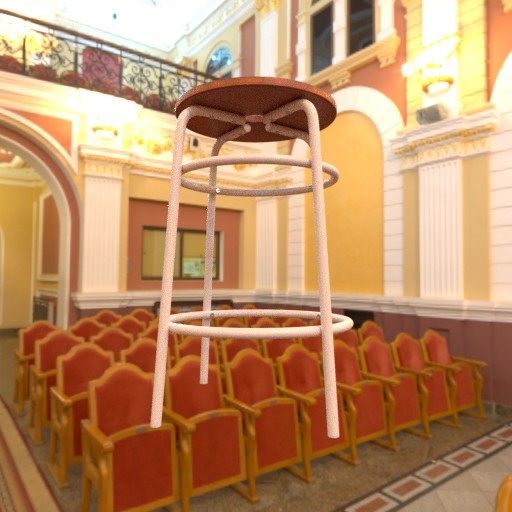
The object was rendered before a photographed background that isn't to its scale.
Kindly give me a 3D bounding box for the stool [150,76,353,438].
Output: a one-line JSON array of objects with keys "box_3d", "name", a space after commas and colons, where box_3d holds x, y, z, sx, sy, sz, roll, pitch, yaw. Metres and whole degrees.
[{"box_3d": [0.000, 0.000, 0.921, 0.455, 0.610, 0.455, 2, -3, -36], "name": "stool"}]
